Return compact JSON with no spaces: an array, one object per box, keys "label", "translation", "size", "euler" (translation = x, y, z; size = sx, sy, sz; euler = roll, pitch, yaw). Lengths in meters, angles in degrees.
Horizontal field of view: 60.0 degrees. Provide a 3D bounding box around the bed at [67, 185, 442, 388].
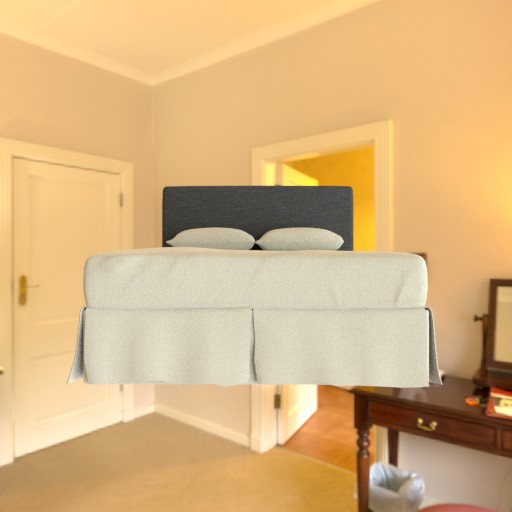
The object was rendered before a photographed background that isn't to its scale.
[{"label":"bed","translation":[0.000,0.000,3.240],"size":[1.884,1.330,2.142],"euler":[0,0,1]}]
